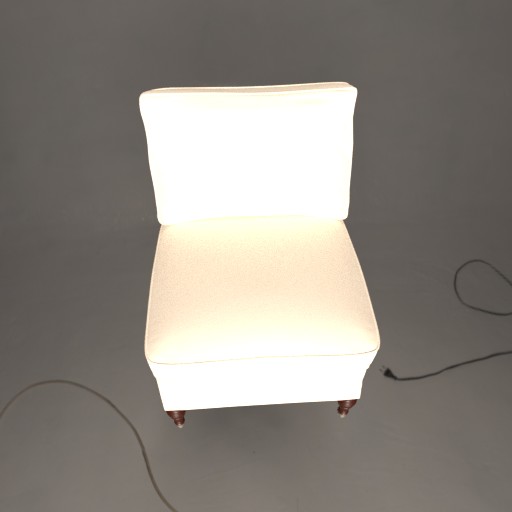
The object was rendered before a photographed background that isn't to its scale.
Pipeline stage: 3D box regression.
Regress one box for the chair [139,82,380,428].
[{"bbox_3d":[0.000,0.000,1.388,0.630,0.887,0.781,-3,45,-3],"label":"chair"}]
